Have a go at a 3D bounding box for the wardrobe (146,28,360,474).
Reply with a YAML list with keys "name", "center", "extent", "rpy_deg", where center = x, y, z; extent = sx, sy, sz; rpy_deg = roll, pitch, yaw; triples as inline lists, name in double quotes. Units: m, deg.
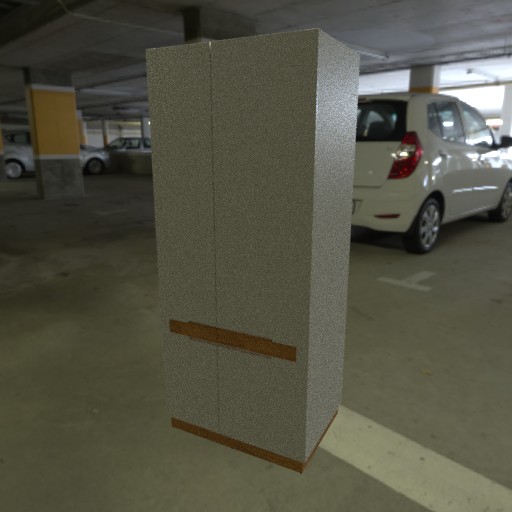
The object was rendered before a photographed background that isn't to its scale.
- name: "wardrobe"
  center: [0.000, 0.000, 2.403]
  extent: [0.860, 2.040, 0.600]
  rpy_deg: [7, 16, 27]
